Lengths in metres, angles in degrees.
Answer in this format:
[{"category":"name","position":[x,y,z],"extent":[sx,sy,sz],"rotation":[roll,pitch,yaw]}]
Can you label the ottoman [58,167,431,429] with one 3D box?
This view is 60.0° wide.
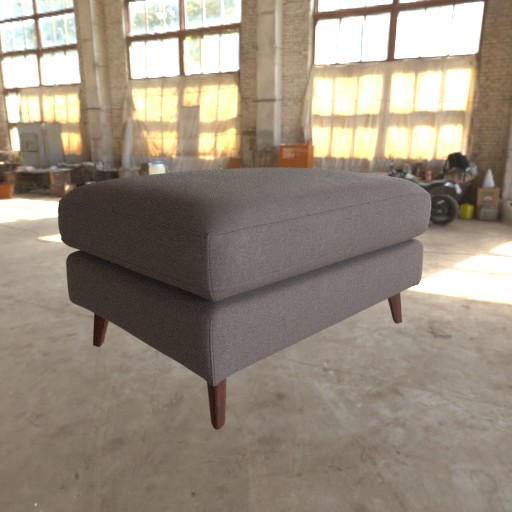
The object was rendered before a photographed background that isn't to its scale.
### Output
[{"category":"ottoman","position":[0.000,0.000,1.167],"extent":[0.608,0.449,0.811],"rotation":[14,20,43]}]
